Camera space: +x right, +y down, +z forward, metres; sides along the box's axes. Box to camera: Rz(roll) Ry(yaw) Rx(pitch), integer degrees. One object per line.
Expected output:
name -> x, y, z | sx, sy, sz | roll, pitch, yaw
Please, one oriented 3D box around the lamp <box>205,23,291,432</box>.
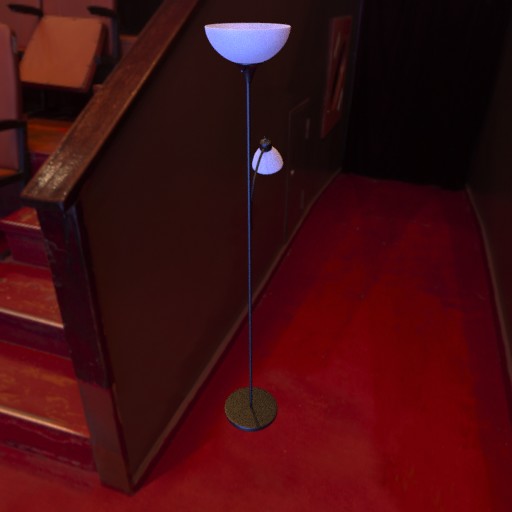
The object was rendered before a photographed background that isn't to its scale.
lamp -> 0.000, 0.000, 1.944 | 0.279, 1.804, 0.442 | 9, 32, 15
